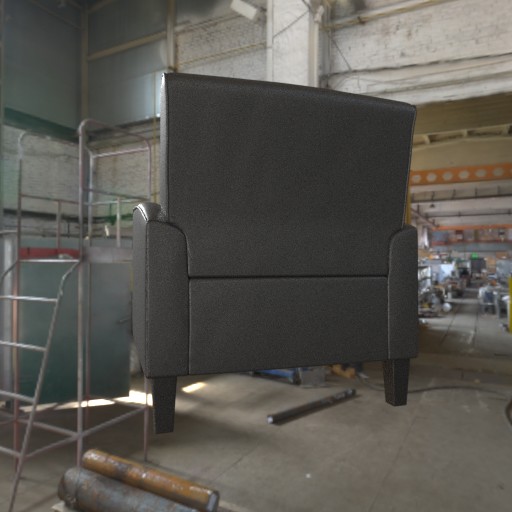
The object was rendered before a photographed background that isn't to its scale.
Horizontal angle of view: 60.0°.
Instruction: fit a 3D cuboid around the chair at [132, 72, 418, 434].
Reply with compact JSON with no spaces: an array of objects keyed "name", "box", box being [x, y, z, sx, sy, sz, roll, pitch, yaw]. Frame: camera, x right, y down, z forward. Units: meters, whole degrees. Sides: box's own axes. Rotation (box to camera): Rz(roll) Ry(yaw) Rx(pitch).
[{"name":"chair","box":[0.000,0.000,1.561,0.820,0.916,0.819,0,-1,-18]}]
